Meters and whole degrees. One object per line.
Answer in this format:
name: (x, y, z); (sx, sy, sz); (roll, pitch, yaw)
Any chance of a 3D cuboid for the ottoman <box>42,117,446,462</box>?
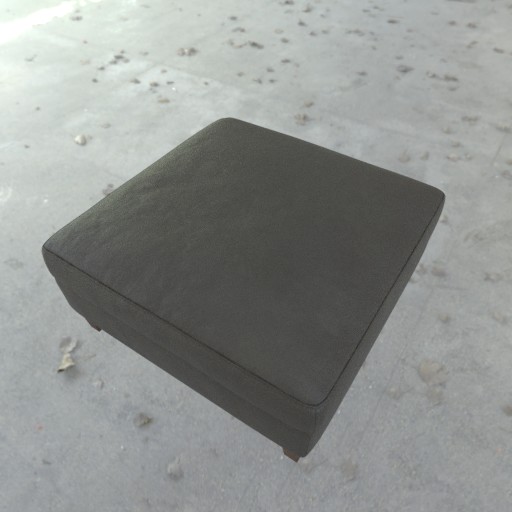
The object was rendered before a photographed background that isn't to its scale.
ottoman: (0.000, 0.000, 1.322); (0.836, 0.415, 0.844); (25, 51, 22)
